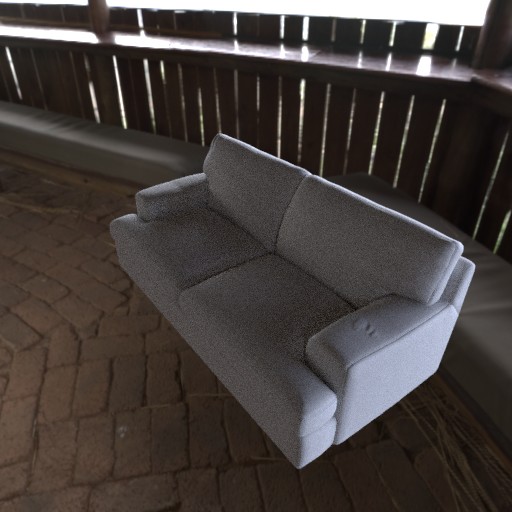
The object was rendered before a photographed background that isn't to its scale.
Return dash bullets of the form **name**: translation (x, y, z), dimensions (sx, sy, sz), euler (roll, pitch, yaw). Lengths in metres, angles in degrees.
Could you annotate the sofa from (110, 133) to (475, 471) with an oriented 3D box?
- **sofa**: translation (0.000, 0.000, 2.809), dimensions (1.143, 0.940, 2.261), euler (-22, 39, -30)
